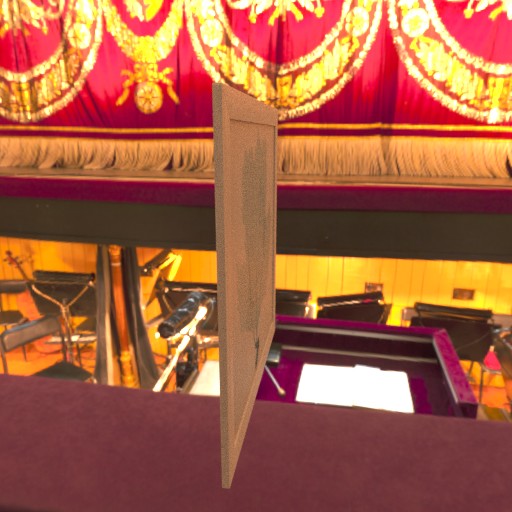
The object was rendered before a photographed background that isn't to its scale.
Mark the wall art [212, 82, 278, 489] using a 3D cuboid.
[{"bbox_3d":[0.000,0.000,0.881,0.013,0.584,0.584,2,15,9],"label":"wall art"}]
